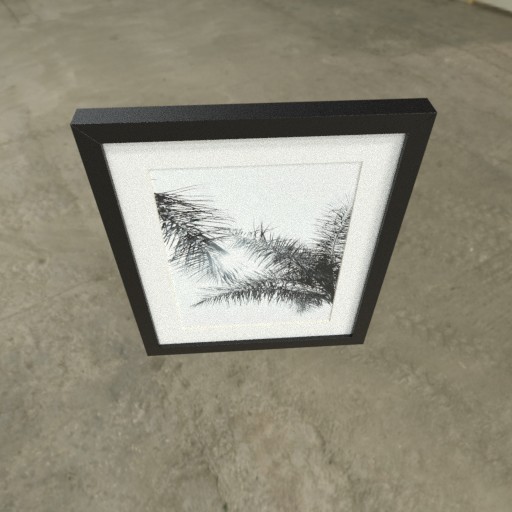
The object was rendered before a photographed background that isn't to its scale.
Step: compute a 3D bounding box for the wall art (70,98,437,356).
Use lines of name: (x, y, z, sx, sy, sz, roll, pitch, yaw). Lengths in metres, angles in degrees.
wall art: (0.000, 0.000, 0.538, 0.325, 0.380, 0.028, -3, 46, -3)
